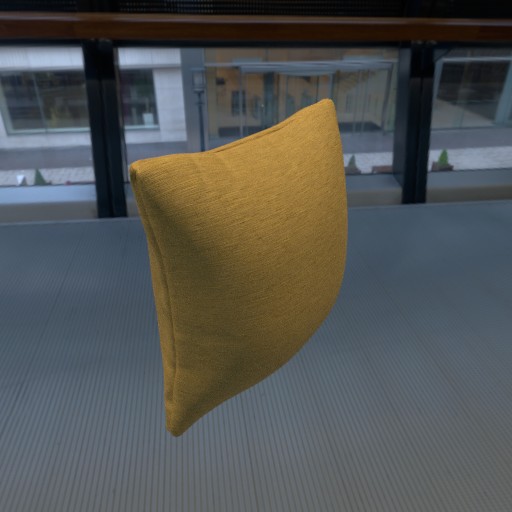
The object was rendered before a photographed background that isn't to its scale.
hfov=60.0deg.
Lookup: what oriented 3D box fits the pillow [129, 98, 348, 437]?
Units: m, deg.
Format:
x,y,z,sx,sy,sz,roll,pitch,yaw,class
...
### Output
x,y,z,sx,sy,sz,roll,pitch,yaw,class
0.000,0.000,0.702,0.247,0.417,0.435,20,36,30,pillow
